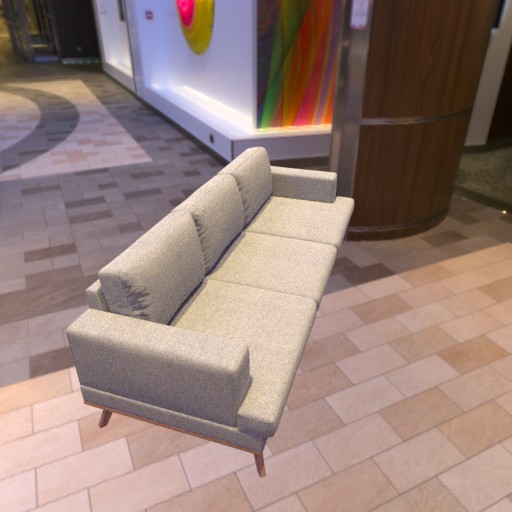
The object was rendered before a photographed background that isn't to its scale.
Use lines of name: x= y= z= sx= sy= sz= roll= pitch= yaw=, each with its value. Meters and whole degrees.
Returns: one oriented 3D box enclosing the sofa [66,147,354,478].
sofa: x=0.000 y=0.000 z=2.733 sx=0.920 sy=0.810 sz=2.310 roll=9 pitch=31 yaw=16
